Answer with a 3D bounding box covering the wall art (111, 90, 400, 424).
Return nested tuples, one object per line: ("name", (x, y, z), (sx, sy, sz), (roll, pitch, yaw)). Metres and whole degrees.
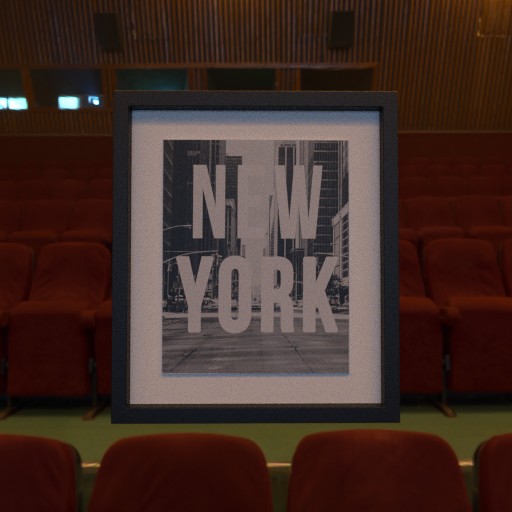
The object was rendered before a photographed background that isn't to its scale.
("wall art", (0.000, 0.000, 0.520), (0.328, 0.381, 0.028), (0, -1, -1))
